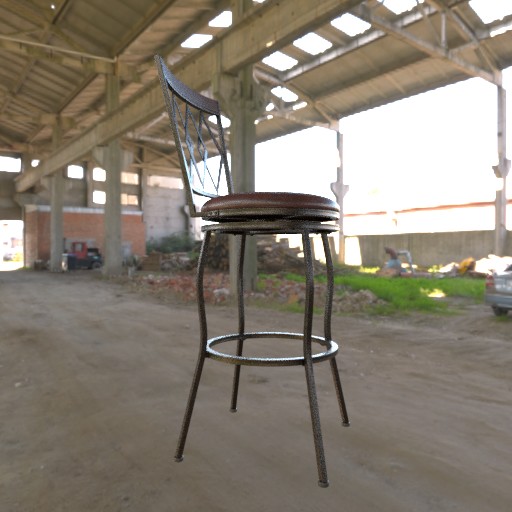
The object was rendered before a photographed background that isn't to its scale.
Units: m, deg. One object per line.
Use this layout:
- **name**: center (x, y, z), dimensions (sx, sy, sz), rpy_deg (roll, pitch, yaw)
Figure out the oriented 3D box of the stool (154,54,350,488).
- **stool**: center (0.000, 0.000, 1.368), dimensions (0.521, 1.134, 0.432), rpy_deg (0, 0, 19)
